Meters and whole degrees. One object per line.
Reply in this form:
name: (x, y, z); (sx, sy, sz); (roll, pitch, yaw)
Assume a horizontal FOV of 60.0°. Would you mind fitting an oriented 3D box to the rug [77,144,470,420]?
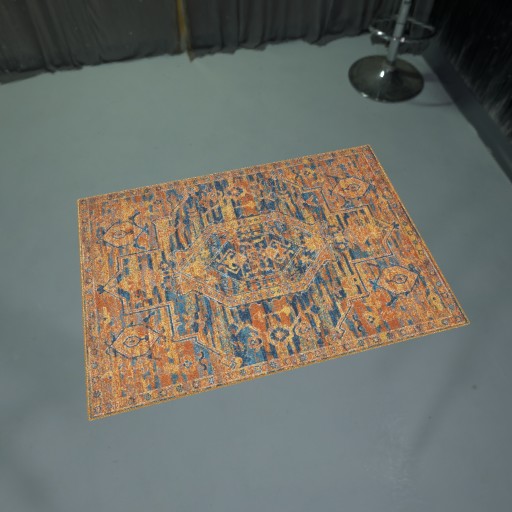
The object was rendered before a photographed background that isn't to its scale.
rug: (0.000, 0.000, 3.785); (2.916, 0.019, 2.043); (-12, 58, -8)
